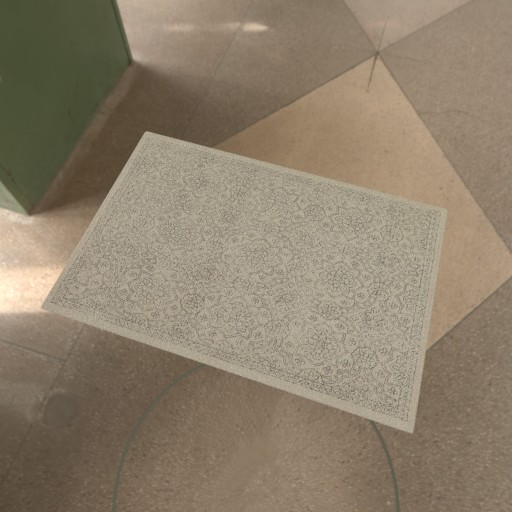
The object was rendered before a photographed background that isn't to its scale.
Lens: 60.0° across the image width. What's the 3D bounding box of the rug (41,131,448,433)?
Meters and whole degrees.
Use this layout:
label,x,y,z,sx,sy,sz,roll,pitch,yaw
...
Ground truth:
label,x,y,z,sx,sy,sz,roll,pitch,yaw
rug,0.000,0.000,2.311,1.829,0.010,1.219,16,63,9
